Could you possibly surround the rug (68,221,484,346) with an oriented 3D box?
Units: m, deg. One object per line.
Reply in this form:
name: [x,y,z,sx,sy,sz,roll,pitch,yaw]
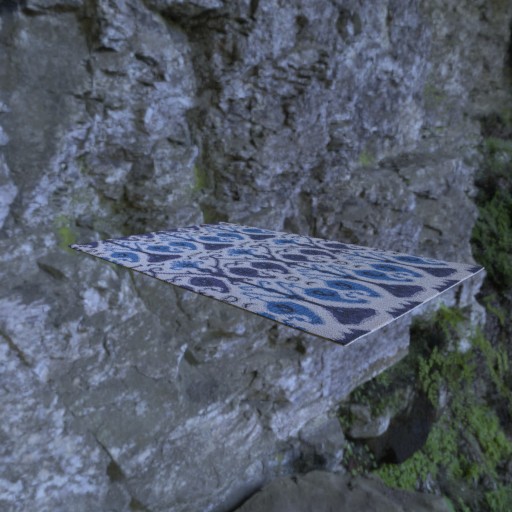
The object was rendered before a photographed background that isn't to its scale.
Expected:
rug: [0.000,0.000,2.101,1.698,0.013,1.072,13,19,43]
